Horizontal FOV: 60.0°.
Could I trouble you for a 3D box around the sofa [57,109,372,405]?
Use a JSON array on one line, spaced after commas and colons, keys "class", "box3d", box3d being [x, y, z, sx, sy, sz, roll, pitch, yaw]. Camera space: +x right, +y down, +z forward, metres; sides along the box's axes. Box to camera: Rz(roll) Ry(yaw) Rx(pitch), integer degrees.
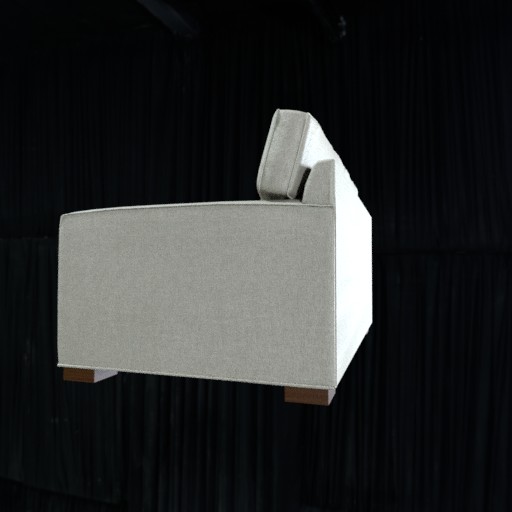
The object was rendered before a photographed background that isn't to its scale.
[{"class": "sofa", "box3d": [0.000, 0.000, 2.044, 0.940, 0.853, 1.484, 0, -1, 18]}]
